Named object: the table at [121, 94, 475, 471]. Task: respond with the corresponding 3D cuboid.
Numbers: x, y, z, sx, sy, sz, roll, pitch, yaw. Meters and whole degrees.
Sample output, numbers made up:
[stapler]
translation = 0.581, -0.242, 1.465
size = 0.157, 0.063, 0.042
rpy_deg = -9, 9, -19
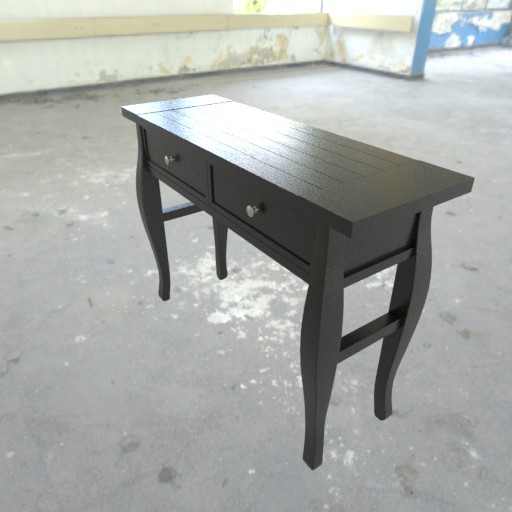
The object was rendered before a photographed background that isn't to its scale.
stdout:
[table]
translation = 0.000, 0.000, 1.393
size = 0.373, 0.768, 1.062
rpy_deg = -20, 36, -30
